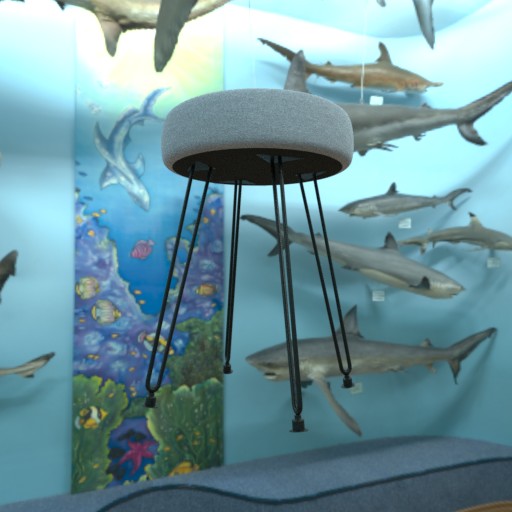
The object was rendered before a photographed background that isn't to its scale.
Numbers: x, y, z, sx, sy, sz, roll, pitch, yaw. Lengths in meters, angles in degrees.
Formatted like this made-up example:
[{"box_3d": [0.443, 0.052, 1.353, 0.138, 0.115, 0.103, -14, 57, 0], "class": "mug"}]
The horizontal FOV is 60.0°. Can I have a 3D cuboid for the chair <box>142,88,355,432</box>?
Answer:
[{"box_3d": [0.000, 0.000, 0.701, 0.350, 0.440, 0.350, 0, -1, -19], "class": "chair"}]
